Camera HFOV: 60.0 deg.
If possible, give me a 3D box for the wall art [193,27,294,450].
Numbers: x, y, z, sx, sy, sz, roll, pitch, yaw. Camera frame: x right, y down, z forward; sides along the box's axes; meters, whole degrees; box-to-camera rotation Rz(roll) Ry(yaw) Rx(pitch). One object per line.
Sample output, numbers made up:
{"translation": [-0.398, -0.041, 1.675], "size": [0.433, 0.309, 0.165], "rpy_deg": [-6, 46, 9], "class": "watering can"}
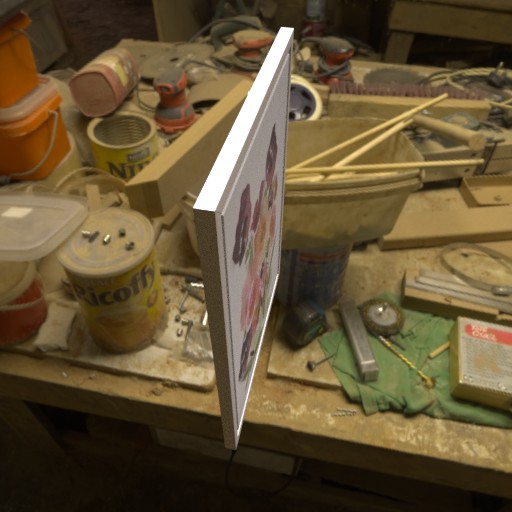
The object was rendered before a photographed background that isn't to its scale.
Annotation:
{"translation": [0.000, 0.000, 1.373], "size": [0.042, 1.056, 0.805], "rpy_deg": [9, 47, 9], "class": "wall art"}
